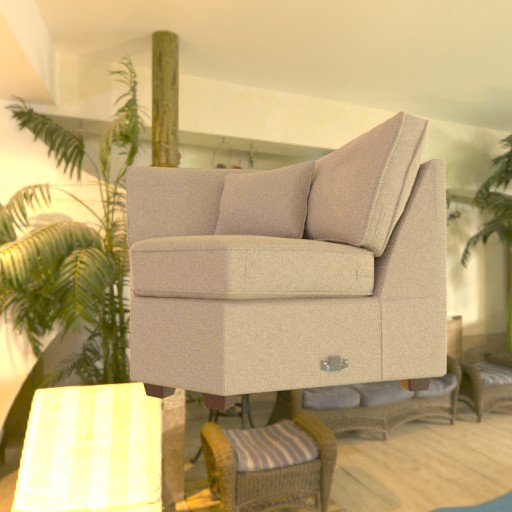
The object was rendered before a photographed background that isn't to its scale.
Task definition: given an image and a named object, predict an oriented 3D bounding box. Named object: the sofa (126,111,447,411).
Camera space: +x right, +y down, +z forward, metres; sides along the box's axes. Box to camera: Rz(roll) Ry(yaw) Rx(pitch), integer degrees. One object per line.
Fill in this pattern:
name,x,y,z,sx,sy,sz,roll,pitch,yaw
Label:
sofa,0.000,0.000,1.814,1.050,0.937,1.042,0,-1,-15
